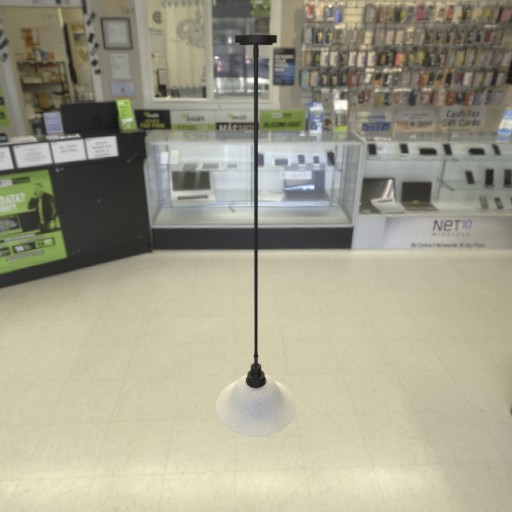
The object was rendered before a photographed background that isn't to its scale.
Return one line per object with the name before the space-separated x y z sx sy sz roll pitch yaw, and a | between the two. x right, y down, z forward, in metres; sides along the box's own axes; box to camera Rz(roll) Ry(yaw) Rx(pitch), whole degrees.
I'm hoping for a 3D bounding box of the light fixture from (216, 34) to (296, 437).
light fixture | 0.000 0.000 1.499 0.324 1.337 0.324 0 26 0
